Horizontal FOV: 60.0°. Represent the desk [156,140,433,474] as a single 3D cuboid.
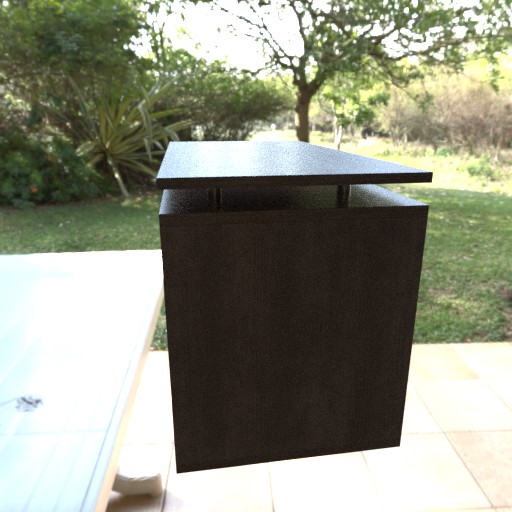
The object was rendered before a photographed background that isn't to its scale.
[{"bbox_3d":[0.000,0.000,1.610,0.600,0.740,1.200,-3,18,-9],"label":"desk"}]
